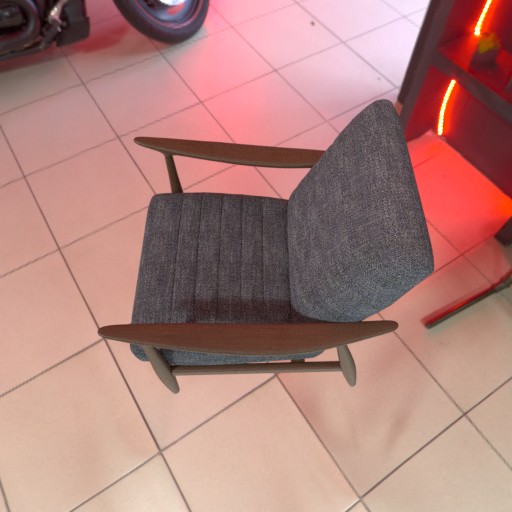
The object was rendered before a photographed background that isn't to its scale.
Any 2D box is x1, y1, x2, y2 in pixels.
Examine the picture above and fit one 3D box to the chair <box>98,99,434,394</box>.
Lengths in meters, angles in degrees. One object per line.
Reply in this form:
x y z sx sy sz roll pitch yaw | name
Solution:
0.000 0.000 1.440 0.798 0.832 0.741 0 59 0 | chair
